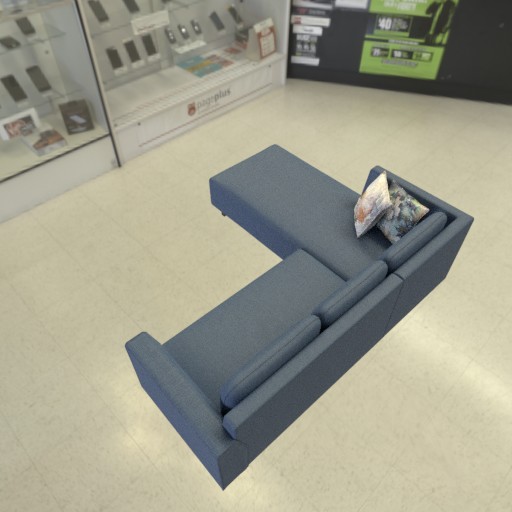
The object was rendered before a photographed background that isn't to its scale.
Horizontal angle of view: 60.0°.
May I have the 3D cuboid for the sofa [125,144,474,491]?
[{"bbox_3d":[0.000,0.000,3.019,2.120,0.787,1.829,-34,56,-27],"label":"sofa"}]
